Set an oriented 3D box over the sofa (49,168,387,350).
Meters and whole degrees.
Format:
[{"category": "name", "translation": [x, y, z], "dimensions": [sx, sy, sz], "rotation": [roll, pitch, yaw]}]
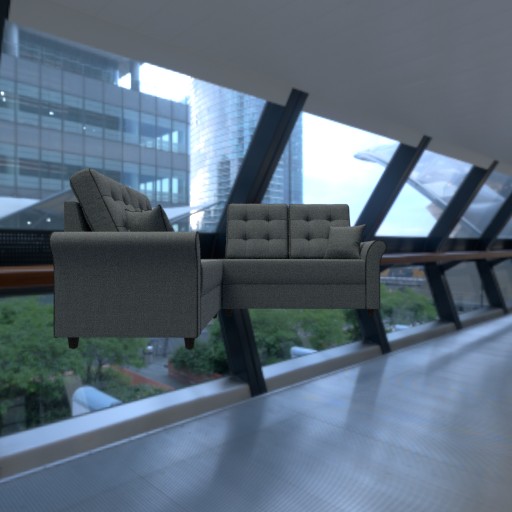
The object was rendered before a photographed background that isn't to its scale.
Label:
[{"category": "sofa", "translation": [0.000, 0.000, 3.266], "dimensions": [2.070, 0.988, 2.068], "rotation": [0, 0, 1]}]
